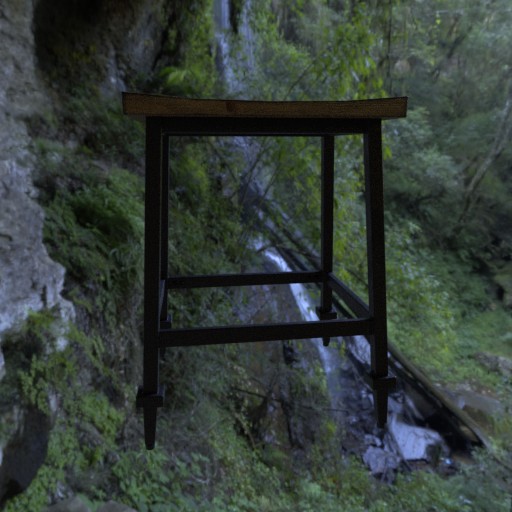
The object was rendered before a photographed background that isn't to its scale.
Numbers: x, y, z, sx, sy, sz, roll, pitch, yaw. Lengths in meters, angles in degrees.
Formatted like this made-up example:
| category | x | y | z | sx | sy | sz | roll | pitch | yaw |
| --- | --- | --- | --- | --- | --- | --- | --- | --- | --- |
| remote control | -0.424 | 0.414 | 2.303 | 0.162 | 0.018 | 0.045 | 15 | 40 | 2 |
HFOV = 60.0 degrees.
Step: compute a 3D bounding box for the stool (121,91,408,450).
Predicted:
| category | x | y | z | sx | sy | sz | roll | pitch | yaw |
| --- | --- | --- | --- | --- | --- | --- | --- | --- | --- |
| stool | 0.000 | 0.000 | 0.956 | 0.486 | 0.625 | 0.405 | -2 | 14 | -8 |
